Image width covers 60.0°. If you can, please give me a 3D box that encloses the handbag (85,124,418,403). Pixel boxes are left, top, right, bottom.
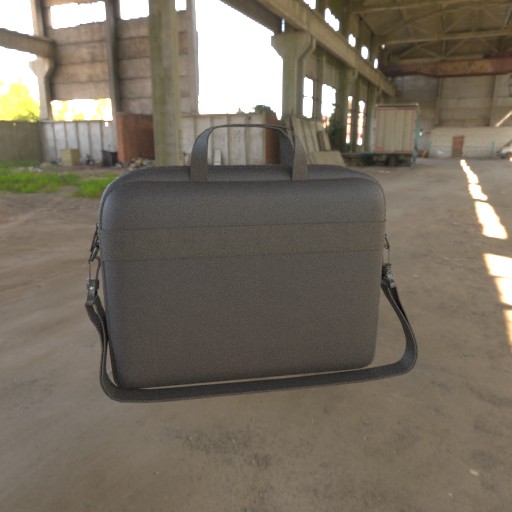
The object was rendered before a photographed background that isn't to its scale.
[{"bbox_3d":[0.000,0.000,0.583,0.429,0.330,0.126,-3,15,-9],"label":"handbag"}]
